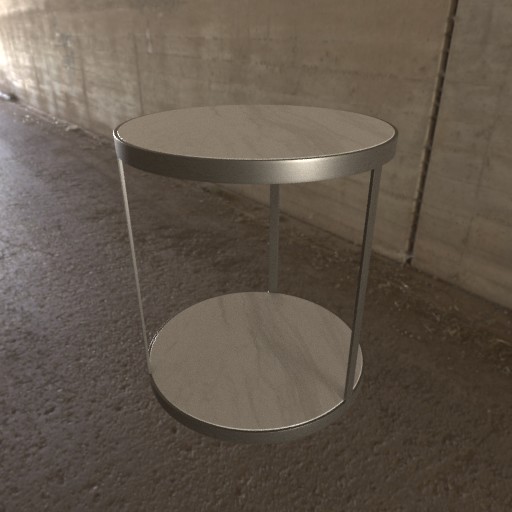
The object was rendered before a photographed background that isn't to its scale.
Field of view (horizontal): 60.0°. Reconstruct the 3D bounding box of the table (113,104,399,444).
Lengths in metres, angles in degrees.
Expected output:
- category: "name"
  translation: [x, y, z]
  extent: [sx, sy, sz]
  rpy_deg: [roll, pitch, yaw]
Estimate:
- category: "table"
  translation: [0.000, 0.000, 0.828]
  extent: [0.445, 0.479, 0.445]
  rpy_deg: [0, 27, 0]
